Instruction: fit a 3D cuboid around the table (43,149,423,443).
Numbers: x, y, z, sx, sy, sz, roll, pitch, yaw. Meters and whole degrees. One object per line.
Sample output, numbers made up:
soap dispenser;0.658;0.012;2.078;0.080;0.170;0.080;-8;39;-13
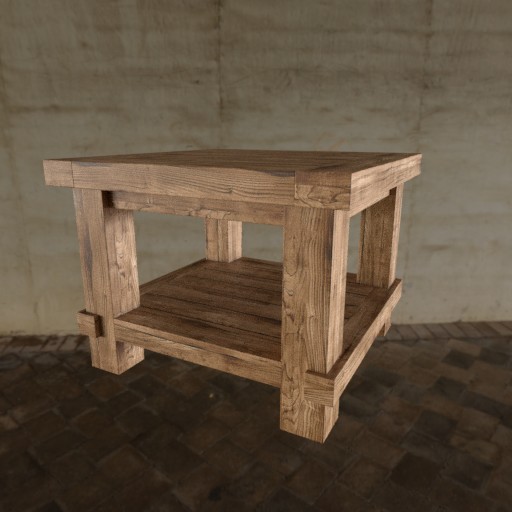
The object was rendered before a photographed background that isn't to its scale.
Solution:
table;0.000;0.000;1.038;0.610;0.457;0.610;8;18;27
